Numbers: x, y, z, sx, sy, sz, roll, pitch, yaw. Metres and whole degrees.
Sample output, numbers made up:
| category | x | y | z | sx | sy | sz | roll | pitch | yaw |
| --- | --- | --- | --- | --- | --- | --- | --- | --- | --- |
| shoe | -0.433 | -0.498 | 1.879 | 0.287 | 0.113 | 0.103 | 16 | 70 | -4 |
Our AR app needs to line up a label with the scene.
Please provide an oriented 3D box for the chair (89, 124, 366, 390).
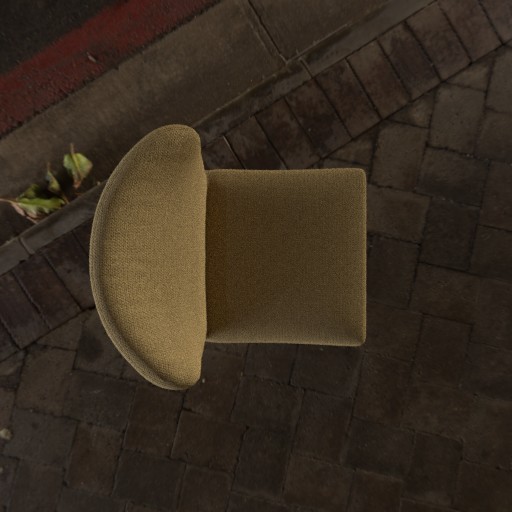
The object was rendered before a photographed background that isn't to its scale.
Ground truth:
| category | x | y | z | sx | sy | sz | roll | pitch | yaw |
| --- | --- | --- | --- | --- | --- | --- | --- | --- | --- |
| chair | 0.000 | 0.000 | 1.181 | 0.589 | 0.839 | 0.491 | 0 | 90 | 0 |
